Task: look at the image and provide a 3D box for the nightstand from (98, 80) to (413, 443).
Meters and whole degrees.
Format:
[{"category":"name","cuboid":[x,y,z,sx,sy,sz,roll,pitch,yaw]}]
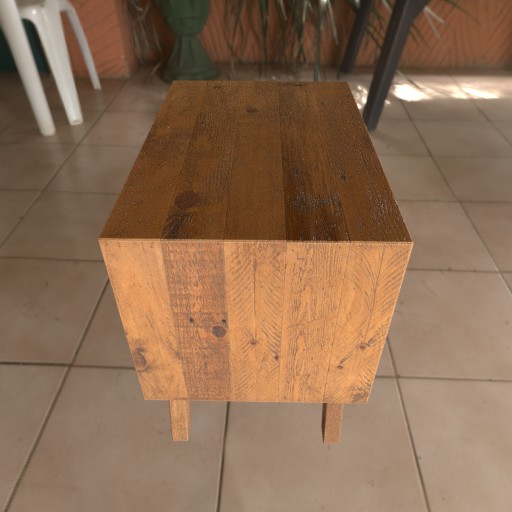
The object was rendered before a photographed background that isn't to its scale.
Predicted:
[{"category":"nightstand","cuboid":[0.000,0.000,1.053,0.450,0.599,0.650,1,40,1]}]
